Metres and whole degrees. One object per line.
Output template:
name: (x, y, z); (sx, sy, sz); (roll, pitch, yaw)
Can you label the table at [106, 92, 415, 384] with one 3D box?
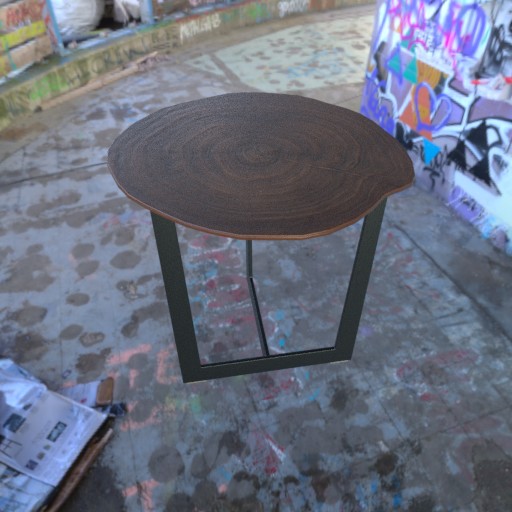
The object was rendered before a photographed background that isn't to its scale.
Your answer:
table: (0.000, 0.000, 0.889); (0.477, 0.476, 0.494); (-13, 42, -15)
